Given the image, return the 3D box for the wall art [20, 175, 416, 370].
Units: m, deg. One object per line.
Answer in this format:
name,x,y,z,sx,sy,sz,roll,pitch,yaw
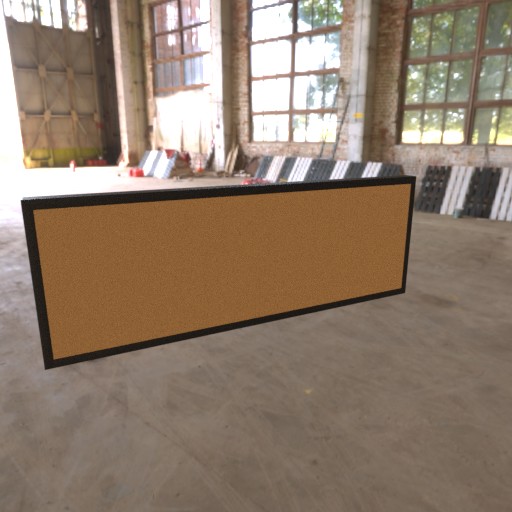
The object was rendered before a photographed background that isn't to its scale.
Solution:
wall art,0.000,0.000,0.950,0.860,0.303,0.037,-8,17,-26
